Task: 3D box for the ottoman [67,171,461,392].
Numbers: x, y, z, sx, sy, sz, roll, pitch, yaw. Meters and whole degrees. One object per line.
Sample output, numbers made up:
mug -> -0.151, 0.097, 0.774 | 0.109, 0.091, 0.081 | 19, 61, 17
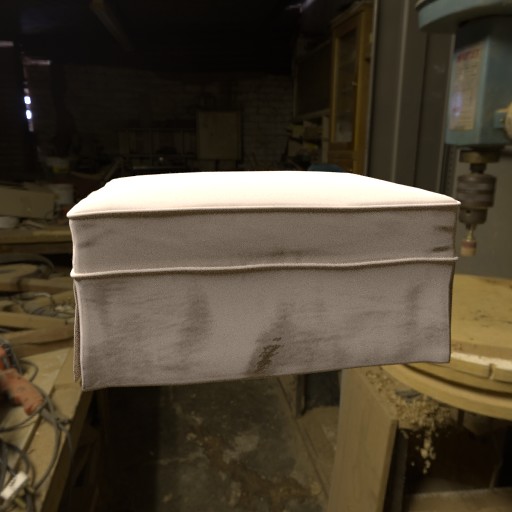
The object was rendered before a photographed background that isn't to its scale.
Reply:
ottoman -> 0.000, 0.000, 1.323 | 0.944, 0.479, 0.703 | -2, 15, -9
